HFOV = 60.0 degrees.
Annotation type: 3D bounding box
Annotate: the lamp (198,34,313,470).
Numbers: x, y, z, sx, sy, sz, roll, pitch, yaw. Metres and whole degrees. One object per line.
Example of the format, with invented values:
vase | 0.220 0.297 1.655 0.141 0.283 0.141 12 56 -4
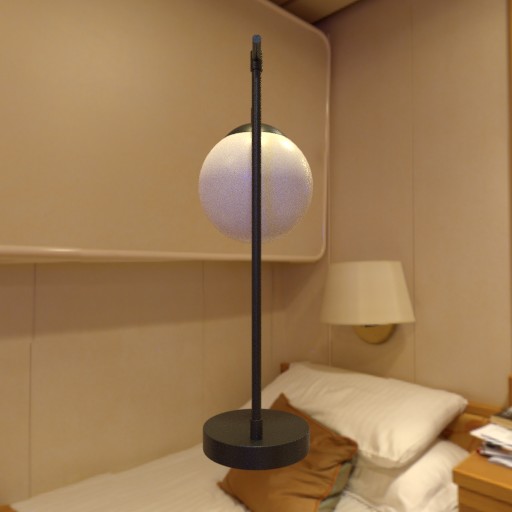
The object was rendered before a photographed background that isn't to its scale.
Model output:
lamp | 0.000 0.000 0.706 0.197 0.559 0.316 0 -1 0
